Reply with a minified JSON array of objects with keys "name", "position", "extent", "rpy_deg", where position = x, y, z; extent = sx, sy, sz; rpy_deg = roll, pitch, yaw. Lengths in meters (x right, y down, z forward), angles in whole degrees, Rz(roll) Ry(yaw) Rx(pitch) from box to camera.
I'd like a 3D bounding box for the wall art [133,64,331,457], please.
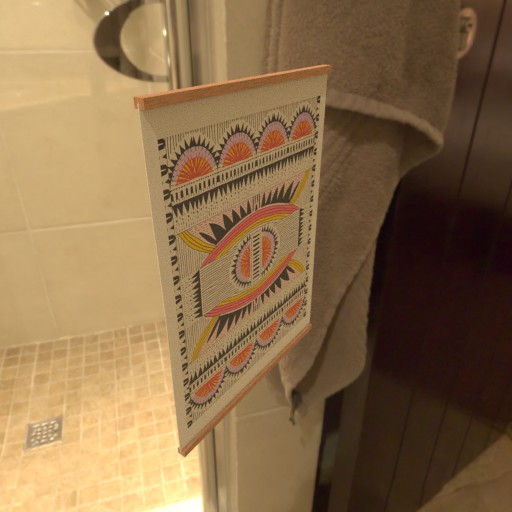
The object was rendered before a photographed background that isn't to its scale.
[{"name":"wall art","position":[0.000,0.000,1.349],"extent":[0.028,1.016,0.765],"rpy_deg":[19,34,31]}]
